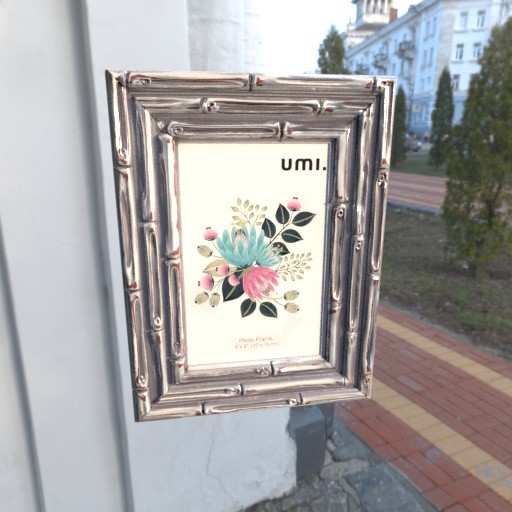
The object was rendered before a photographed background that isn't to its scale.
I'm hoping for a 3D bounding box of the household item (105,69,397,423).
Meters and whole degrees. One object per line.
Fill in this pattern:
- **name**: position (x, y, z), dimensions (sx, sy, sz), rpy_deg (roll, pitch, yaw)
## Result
- **household item**: position (0.000, 0.000, 0.283), dimensions (0.165, 0.216, 0.025), rpy_deg (-3, 16, -9)
